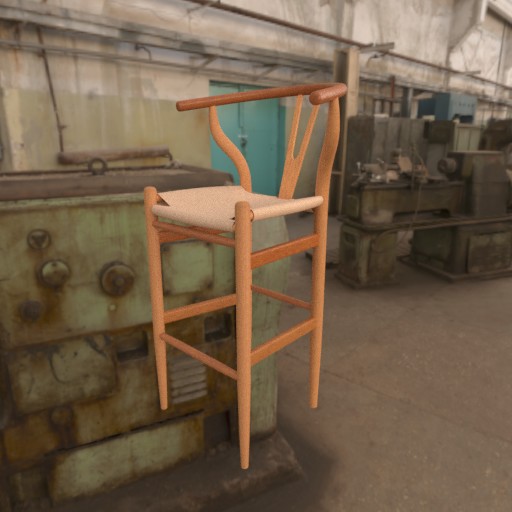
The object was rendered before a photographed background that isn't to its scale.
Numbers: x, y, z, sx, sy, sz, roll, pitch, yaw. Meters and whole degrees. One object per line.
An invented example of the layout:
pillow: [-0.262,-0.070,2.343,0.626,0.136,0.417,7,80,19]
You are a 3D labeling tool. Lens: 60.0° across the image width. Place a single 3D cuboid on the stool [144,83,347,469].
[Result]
stool: [0.000,0.000,1.423,0.574,1.068,0.561,15,22,42]
